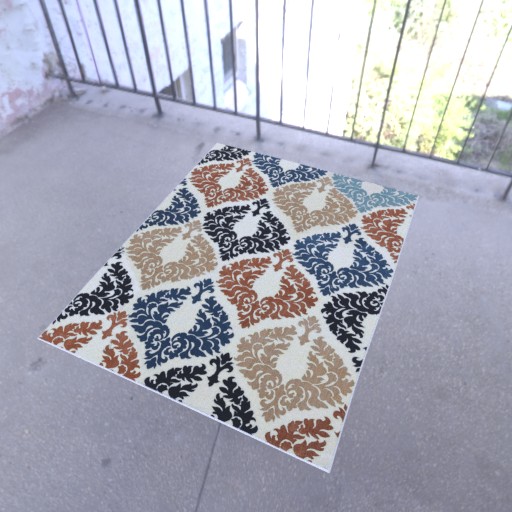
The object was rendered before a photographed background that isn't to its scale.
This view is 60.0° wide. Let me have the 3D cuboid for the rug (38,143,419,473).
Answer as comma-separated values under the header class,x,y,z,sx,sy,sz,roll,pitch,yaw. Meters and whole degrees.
class,x,y,z,sx,sy,sz,roll,pitch,yaw
rug,0.000,0.000,4.096,2.423,0.014,3.040,18,50,16
